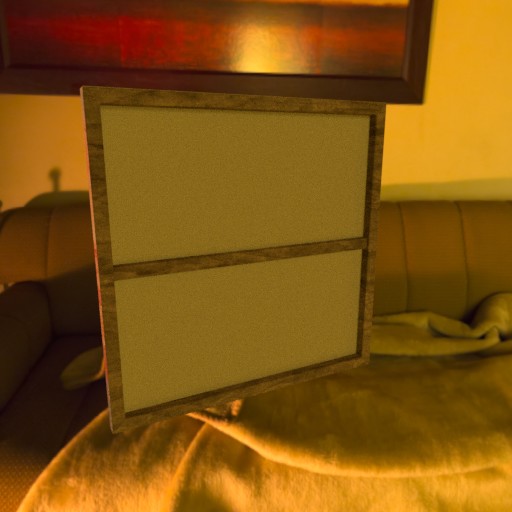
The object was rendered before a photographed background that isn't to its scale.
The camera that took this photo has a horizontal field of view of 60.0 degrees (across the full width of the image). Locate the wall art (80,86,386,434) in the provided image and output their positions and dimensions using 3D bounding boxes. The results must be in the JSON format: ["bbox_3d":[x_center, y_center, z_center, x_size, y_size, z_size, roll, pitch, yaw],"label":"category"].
[{"bbox_3d":[0.000,0.000,1.095,0.747,0.747,0.035,-7,15,-26],"label":"wall art"}]
